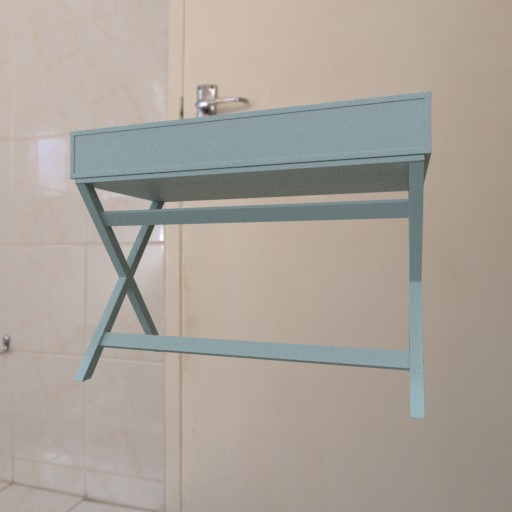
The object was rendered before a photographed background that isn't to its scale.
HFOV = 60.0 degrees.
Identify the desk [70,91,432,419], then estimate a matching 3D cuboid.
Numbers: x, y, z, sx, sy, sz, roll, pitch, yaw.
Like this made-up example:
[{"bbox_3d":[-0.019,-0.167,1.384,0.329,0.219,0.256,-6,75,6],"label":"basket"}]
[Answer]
[{"bbox_3d":[0.000,0.000,1.469,1.057,0.780,0.525,0,0,19],"label":"desk"}]
